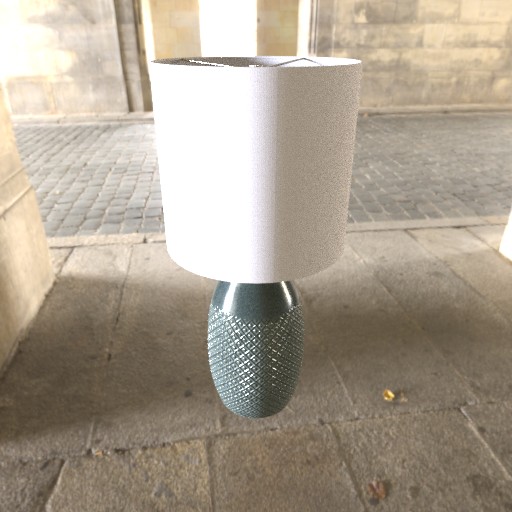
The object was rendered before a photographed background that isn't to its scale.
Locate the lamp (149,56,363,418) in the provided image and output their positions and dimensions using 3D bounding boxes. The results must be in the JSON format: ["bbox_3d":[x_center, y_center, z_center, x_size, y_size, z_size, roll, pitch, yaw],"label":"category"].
[{"bbox_3d":[0.000,0.000,0.560,0.217,0.453,0.217,18,32,31],"label":"lamp"}]
